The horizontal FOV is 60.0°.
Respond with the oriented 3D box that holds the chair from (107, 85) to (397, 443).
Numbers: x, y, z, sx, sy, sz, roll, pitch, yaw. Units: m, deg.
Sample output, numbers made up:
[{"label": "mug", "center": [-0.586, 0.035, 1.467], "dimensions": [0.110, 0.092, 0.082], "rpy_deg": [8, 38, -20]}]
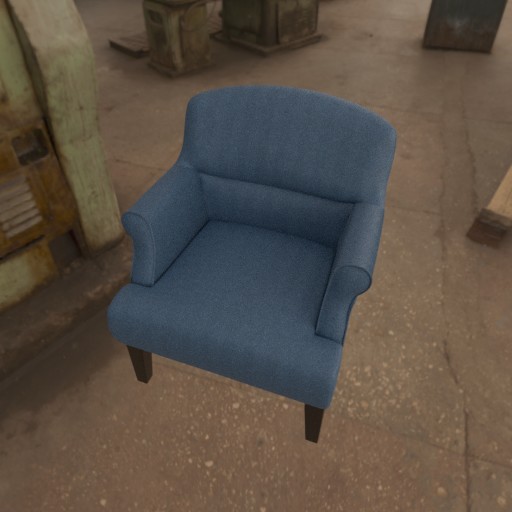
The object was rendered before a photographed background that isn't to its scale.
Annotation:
[{"label": "chair", "center": [0.000, 0.000, 1.485], "dimensions": [0.770, 0.878, 0.754], "rpy_deg": [14, 44, 15]}]
